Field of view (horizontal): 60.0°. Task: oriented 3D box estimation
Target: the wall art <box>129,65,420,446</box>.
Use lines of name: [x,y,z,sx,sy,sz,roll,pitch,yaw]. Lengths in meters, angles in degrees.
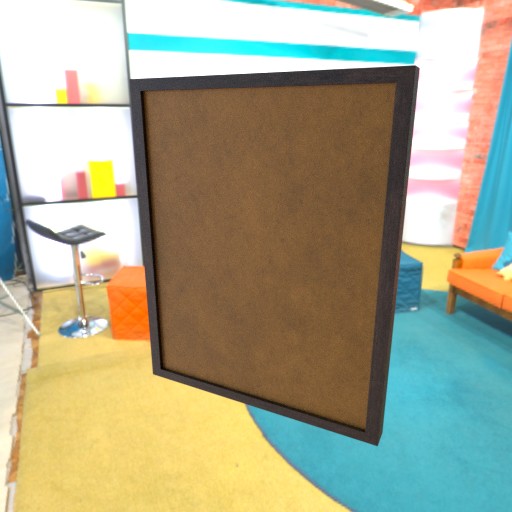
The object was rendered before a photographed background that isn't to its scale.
wall art: [0.000,0.000,0.533,0.329,0.406,0.027,9,19,26]
